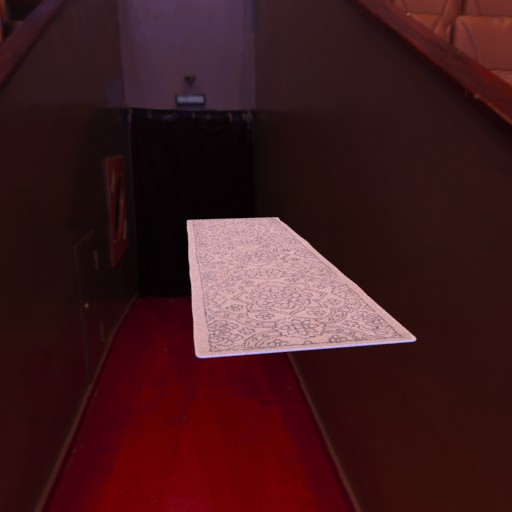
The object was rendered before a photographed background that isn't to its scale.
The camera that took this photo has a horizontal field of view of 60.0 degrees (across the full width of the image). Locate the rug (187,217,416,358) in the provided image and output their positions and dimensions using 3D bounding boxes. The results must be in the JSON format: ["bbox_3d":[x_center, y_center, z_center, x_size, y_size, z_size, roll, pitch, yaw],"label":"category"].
[{"bbox_3d":[0.000,0.000,2.684,0.806,0.006,2.431,-2,16,-9],"label":"rug"}]
